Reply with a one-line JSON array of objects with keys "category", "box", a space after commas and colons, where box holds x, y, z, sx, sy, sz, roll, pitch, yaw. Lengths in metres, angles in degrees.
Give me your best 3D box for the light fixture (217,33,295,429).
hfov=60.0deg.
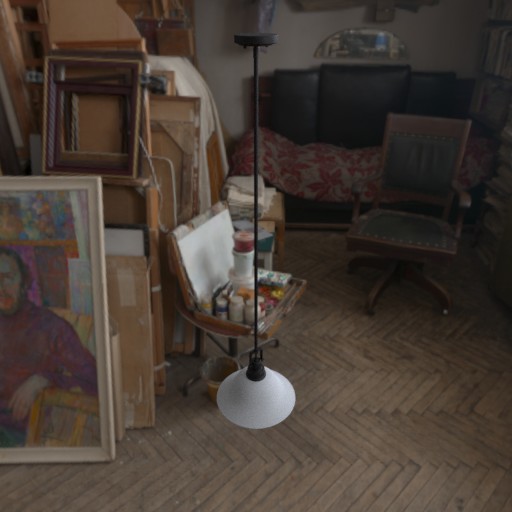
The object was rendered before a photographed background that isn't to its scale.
[{"category": "light fixture", "box": [0.000, 0.000, 1.493, 0.324, 1.337, 0.324, -21, 36, -32]}]
